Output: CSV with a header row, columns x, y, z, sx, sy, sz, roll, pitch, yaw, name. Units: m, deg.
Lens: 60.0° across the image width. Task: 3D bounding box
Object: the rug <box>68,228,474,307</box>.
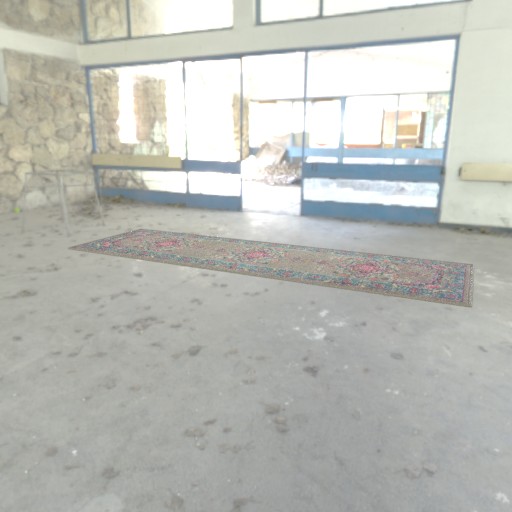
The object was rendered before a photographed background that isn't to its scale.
x,y,z,sx,sy,sz,roll,pitch,yaw,name
0.000,0.000,2.059,1.827,0.012,0.553,7,16,25,rug
